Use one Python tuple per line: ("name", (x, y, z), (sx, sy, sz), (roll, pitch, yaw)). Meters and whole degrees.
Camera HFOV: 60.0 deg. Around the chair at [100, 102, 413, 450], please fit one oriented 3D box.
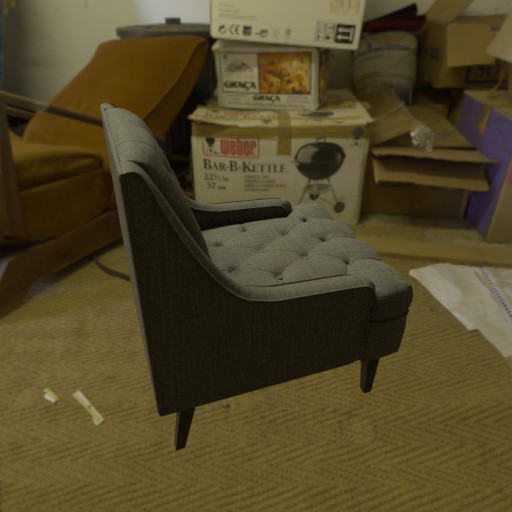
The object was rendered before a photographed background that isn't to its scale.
("chair", (0.000, 0.000, 1.406), (0.771, 0.891, 0.655), (-10, 33, -17))
